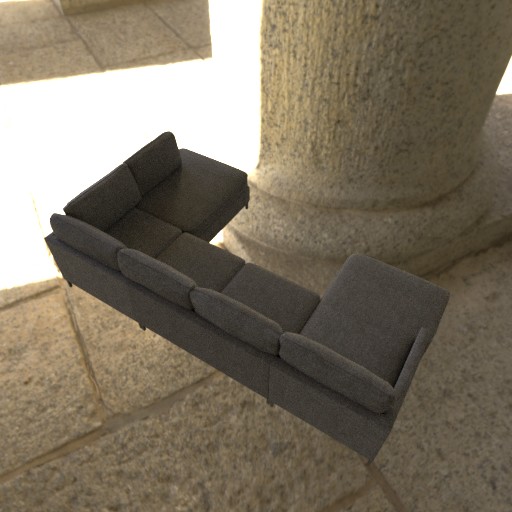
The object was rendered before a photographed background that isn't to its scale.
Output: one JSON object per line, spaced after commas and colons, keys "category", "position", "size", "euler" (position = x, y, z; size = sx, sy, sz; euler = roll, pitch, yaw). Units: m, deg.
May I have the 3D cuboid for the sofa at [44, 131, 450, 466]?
{"category": "sofa", "position": [0.000, 0.000, 4.232], "size": [3.423, 0.999, 2.048], "euler": [25, 52, 21]}
